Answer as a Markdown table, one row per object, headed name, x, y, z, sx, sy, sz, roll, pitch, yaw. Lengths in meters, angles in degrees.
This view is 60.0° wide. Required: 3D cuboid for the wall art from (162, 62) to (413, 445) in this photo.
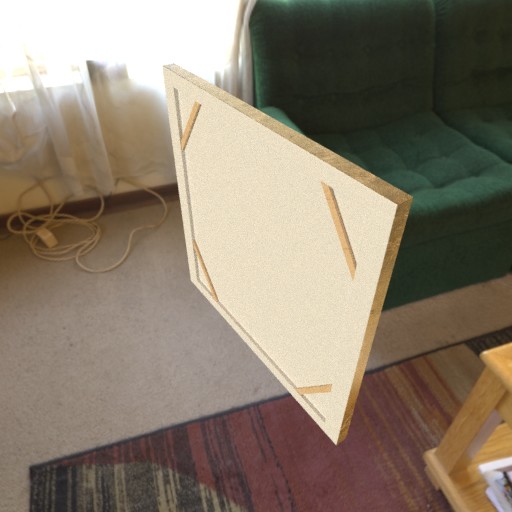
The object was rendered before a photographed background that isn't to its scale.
| name | x | y | z | sx | sy | sz | roll | pitch | yaw |
| --- | --- | --- | --- | --- | --- | --- | --- | --- | --- |
| wall art | 0.000 | 0.000 | 1.645 | 0.051 | 1.091 | 1.092 | -26 | 47 | -26 |
